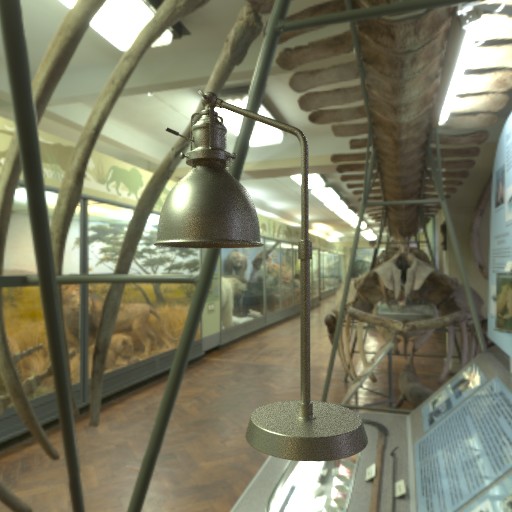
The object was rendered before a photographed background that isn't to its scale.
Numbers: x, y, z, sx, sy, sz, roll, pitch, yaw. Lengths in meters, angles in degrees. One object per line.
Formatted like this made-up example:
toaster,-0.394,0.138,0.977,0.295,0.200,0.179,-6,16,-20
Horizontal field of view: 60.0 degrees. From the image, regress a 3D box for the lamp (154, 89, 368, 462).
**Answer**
lamp,0.000,0.000,0.588,0.286,0.456,0.153,-1,-2,19
